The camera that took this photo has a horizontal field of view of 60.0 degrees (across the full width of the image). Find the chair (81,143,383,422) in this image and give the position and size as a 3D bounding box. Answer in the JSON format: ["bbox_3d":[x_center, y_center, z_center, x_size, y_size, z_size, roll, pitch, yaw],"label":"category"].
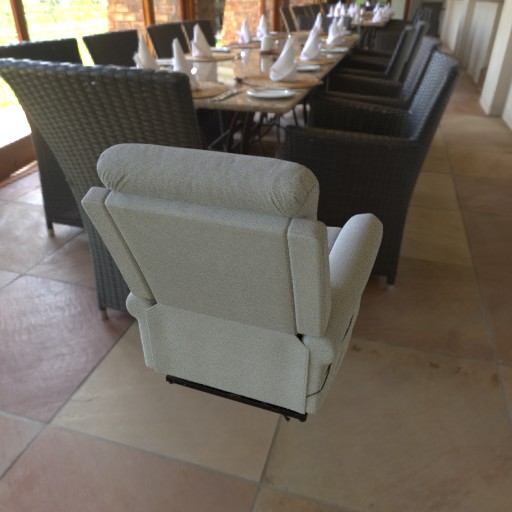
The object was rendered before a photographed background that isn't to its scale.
[{"bbox_3d":[0.000,0.000,1.693,0.871,1.031,0.979,10,32,17],"label":"chair"}]
